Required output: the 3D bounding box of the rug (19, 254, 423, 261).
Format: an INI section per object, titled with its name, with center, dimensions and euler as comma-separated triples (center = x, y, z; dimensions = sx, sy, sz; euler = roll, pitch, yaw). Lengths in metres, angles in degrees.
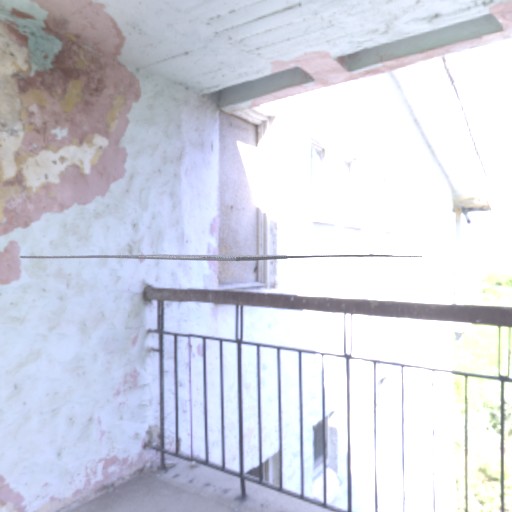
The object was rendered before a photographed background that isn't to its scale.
[rug]
center = 0.000, 0.000, 2.242
dimensions = 1.159, 0.021, 1.789
euler = 0, 0, 36
